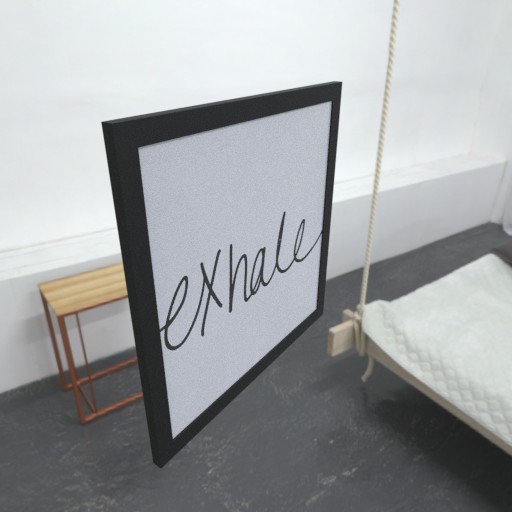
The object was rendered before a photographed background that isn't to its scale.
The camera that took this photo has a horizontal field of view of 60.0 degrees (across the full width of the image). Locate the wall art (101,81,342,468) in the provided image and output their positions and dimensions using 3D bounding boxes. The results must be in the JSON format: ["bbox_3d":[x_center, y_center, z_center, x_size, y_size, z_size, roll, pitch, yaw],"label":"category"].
[{"bbox_3d":[0.000,0.000,0.521,0.012,0.357,0.358,18,32,32],"label":"wall art"}]
